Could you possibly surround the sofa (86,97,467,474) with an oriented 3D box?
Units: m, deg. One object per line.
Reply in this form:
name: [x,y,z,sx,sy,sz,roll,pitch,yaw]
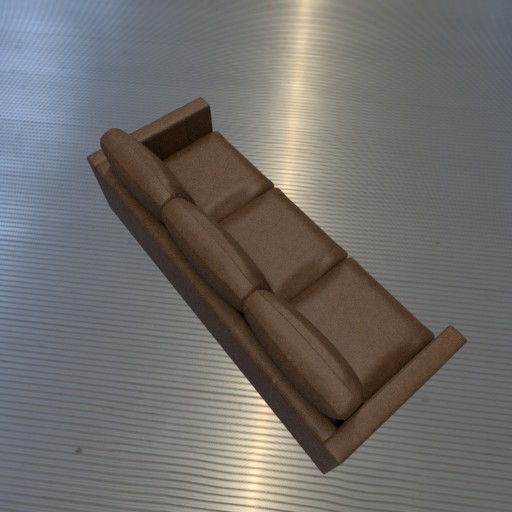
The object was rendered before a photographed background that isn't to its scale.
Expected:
sofa: [0.000,0.000,2.631,0.903,0.930,2.231,-35,66,-19]
